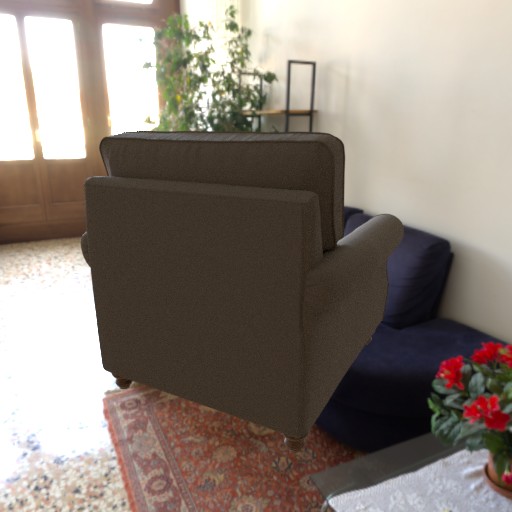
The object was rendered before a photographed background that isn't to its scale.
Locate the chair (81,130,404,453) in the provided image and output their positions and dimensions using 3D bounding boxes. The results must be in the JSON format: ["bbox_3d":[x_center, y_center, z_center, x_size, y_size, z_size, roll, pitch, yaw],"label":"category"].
[{"bbox_3d":[0.000,0.000,1.770,1.029,0.967,0.966,9,19,27],"label":"chair"}]
